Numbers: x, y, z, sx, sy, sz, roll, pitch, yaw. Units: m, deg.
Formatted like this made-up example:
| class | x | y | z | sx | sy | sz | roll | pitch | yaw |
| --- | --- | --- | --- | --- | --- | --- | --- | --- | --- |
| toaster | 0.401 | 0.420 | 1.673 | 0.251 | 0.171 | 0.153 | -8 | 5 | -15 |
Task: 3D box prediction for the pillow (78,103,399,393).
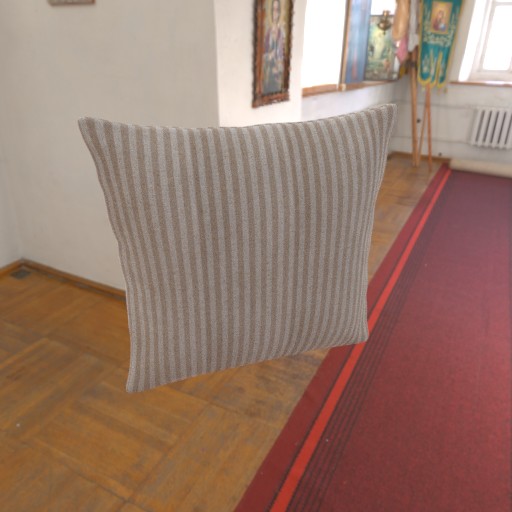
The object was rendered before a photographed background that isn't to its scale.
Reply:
| class | x | y | z | sx | sy | sz | roll | pitch | yaw |
| --- | --- | --- | --- | --- | --- | --- | --- | --- | --- |
| pillow | 0.000 | 0.000 | 0.802 | 0.523 | 0.510 | 0.166 | -8 | 27 | -16 |
